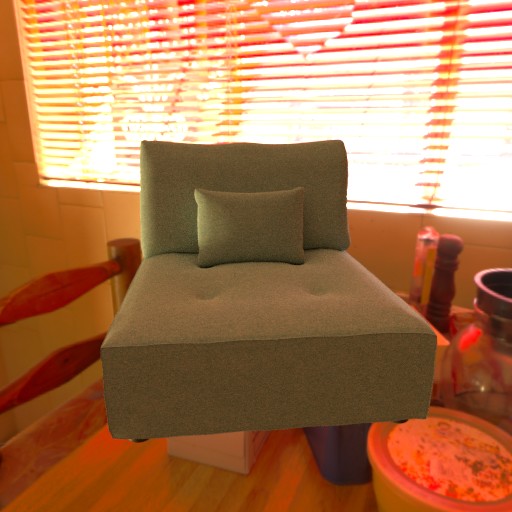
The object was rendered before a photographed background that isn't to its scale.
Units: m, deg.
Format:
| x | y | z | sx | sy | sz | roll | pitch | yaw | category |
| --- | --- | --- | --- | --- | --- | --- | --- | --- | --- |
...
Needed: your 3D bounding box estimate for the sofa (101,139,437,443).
| x | y | z | sx | sy | sz | roll | pitch | yaw | category |
| --- | --- | --- | --- | --- | --- | --- | --- | --- | --- |
| 0.000 | 0.000 | 1.646 | 0.930 | 0.820 | 1.000 | -2 | 16 | -6 | sofa |
